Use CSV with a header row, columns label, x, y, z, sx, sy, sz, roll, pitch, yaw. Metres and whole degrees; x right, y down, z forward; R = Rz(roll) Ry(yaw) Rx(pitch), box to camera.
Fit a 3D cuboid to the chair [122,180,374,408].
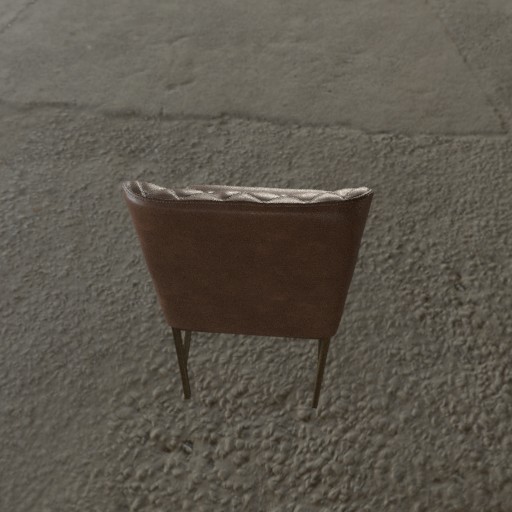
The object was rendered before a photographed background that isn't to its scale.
label,x,y,z,sx,sy,sz,roll,pitch,yaw
chair,0.000,0.000,1.259,0.508,0.889,0.587,3,48,3
